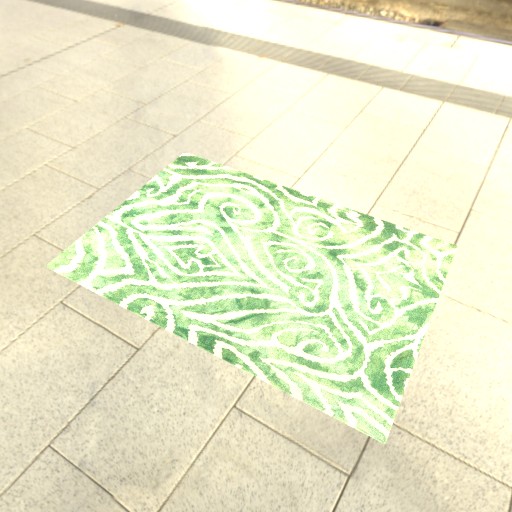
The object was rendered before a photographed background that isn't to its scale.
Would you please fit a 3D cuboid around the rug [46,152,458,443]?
[{"bbox_3d":[0.000,0.000,2.357,1.826,0.006,1.220,23,50,20],"label":"rug"}]
